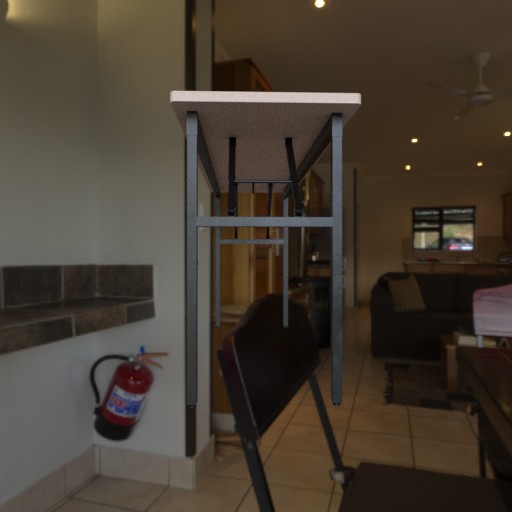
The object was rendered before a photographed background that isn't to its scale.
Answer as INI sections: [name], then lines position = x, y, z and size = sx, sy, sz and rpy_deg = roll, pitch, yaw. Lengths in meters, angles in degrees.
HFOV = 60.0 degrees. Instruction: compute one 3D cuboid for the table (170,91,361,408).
[table]
position = 0.000, 0.000, 1.721
size = 0.447, 0.750, 1.397
rpy_deg = 0, 0, -2
